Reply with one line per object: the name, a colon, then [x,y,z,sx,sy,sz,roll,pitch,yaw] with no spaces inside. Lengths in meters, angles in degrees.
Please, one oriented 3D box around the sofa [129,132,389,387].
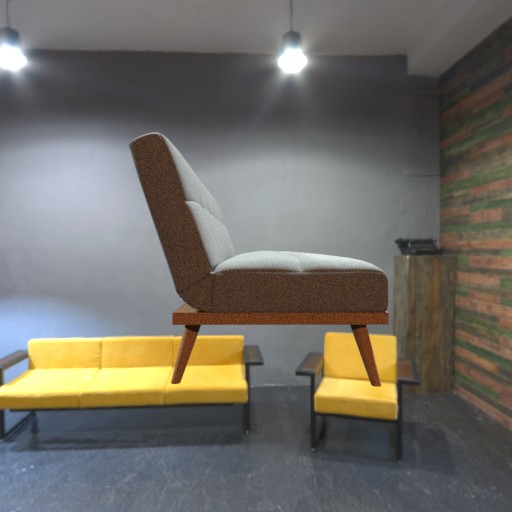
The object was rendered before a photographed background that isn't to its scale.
sofa: [0.000,0.000,2.241,0.800,0.800,1.820,0,1,-1]
